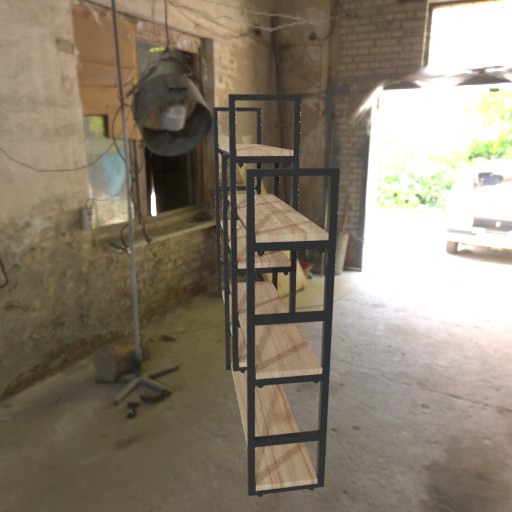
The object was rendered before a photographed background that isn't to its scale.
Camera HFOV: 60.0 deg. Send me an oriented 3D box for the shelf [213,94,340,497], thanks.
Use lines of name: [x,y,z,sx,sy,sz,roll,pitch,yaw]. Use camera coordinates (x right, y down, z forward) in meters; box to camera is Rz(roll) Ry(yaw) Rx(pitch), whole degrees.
shelf: [0.000,0.000,1.376,0.183,0.921,0.946,-2,16,-9]
